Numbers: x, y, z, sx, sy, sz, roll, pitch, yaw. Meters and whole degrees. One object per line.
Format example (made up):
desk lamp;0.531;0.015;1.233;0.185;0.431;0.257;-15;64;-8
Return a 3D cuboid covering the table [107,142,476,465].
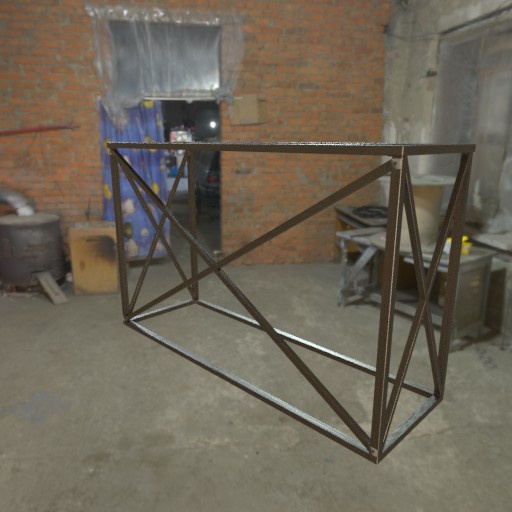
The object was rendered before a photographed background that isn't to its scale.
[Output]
table;0.000;0.000;1.525;1.216;0.753;0.402;14;20;43
